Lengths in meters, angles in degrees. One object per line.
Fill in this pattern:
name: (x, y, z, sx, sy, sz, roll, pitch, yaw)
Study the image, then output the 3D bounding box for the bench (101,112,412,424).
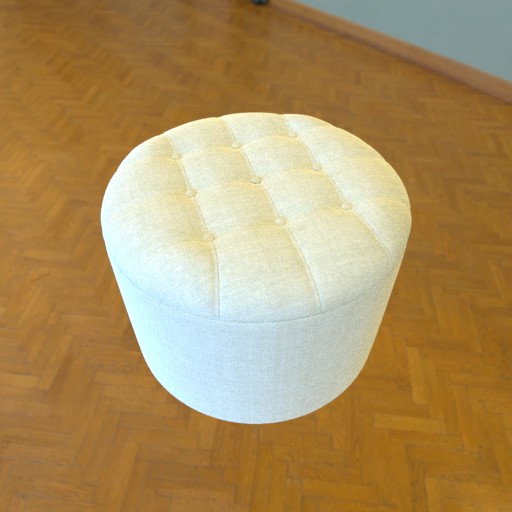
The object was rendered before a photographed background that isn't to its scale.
bench: (0.000, 0.000, 0.998, 0.600, 0.453, 0.600, 0, 46, 0)
